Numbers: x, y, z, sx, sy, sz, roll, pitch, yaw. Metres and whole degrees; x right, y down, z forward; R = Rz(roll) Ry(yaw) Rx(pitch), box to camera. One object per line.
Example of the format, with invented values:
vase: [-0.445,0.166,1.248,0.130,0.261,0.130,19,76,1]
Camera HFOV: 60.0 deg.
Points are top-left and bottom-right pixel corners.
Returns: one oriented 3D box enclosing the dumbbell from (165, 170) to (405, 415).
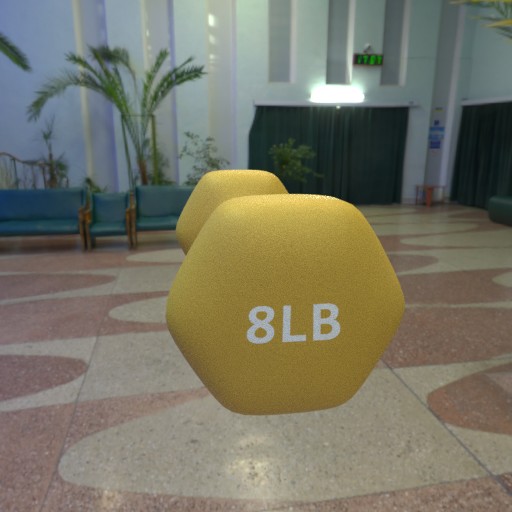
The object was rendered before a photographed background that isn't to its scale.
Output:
dumbbell: [0.000,0.000,0.239,0.090,0.082,0.190,-2,15,-8]
